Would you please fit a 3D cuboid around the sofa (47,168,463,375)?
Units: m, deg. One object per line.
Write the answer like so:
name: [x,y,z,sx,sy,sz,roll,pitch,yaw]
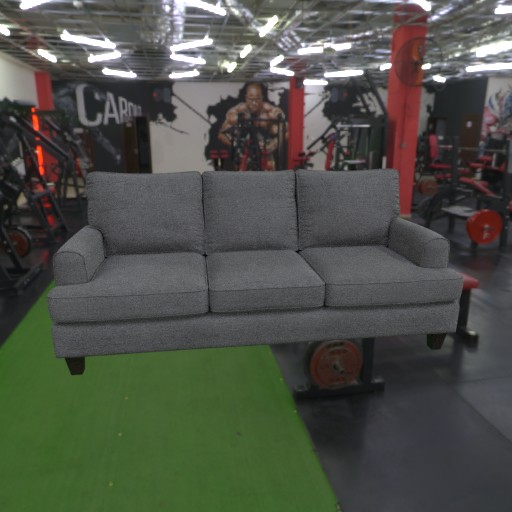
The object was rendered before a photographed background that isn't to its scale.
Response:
sofa: [0.000,0.000,2.659,2.158,0.965,0.951,-2,16,-8]
